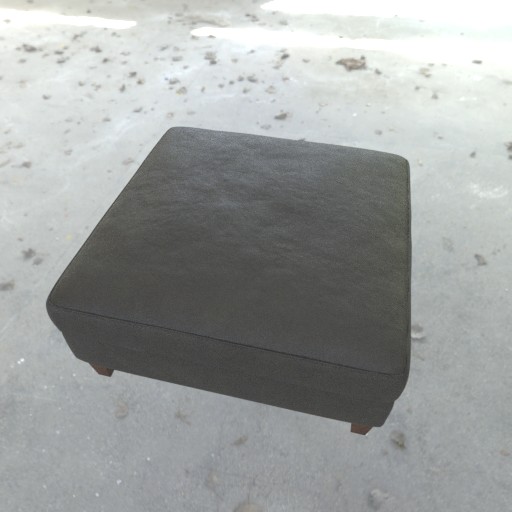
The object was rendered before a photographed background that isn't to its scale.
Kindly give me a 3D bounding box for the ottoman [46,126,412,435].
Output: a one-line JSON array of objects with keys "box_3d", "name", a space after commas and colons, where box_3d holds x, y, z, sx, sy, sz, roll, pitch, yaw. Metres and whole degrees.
[{"box_3d": [0.000, 0.000, 1.321, 0.844, 0.415, 0.836, 10, 47, 9], "name": "ottoman"}]
